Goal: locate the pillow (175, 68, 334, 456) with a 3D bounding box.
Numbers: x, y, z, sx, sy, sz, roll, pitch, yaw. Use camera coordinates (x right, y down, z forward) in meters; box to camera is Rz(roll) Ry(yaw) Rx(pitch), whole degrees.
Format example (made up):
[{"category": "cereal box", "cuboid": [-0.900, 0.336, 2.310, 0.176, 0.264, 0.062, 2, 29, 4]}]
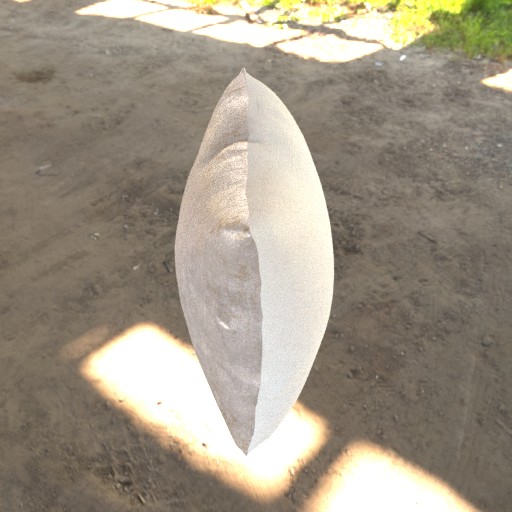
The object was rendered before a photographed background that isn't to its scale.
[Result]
[{"category": "pillow", "cuboid": [0.000, 0.000, 0.715, 0.245, 0.448, 0.450, 0, 42, 0]}]
